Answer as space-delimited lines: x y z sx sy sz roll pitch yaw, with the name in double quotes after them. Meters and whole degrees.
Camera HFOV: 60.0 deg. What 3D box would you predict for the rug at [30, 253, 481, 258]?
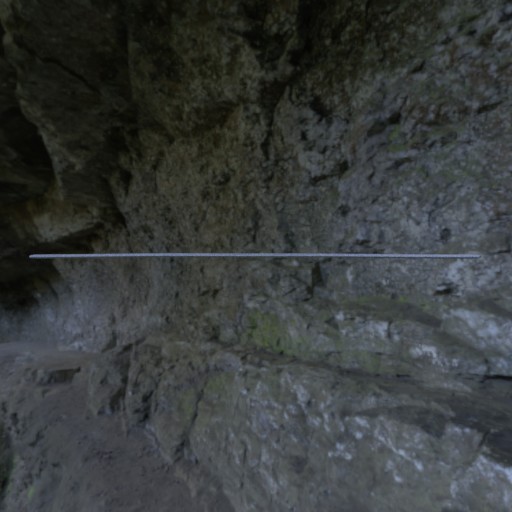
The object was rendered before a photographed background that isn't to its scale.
0.000 0.000 4.174 3.017 0.035 2.472 0 0 0 "rug"
